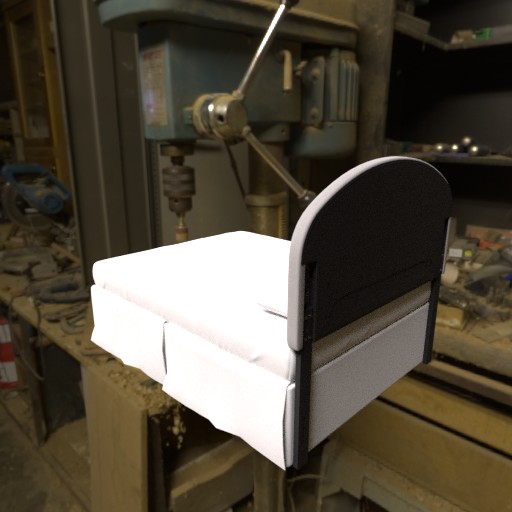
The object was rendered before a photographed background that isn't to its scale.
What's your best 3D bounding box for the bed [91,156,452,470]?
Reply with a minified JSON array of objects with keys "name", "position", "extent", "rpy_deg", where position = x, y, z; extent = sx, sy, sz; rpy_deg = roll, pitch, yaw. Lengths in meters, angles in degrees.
[{"name":"bed","position":[0.000,0.000,3.053],"extent":[2.005,1.410,1.607],"rpy_deg":[15,22,43]}]
